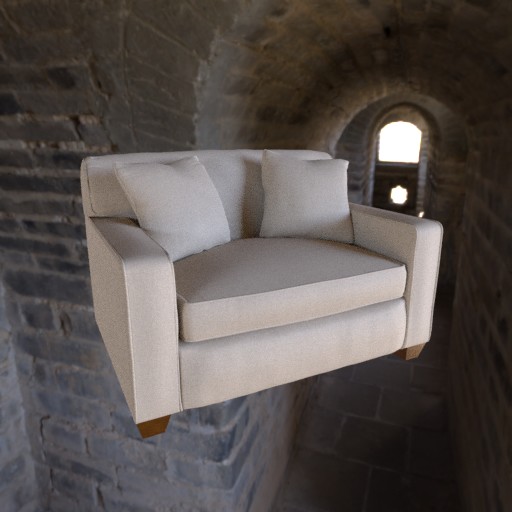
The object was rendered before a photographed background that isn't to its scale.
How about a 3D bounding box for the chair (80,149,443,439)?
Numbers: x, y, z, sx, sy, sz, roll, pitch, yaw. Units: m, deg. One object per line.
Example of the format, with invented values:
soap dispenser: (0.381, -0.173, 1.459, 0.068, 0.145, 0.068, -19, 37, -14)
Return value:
chair: (0.000, 0.000, 2.066, 1.383, 0.948, 1.000, -8, 17, -26)
